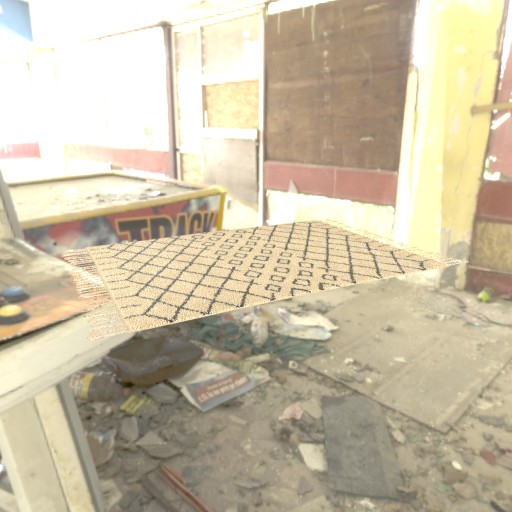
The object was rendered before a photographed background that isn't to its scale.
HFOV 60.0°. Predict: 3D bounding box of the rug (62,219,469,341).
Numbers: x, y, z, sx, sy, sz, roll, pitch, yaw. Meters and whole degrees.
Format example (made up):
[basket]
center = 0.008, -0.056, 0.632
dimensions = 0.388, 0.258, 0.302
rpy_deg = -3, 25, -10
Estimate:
[rug]
center = 0.000, 0.000, 3.327
dimensions = 2.615, 0.029, 1.664
rpy_deg = -9, 19, -26
